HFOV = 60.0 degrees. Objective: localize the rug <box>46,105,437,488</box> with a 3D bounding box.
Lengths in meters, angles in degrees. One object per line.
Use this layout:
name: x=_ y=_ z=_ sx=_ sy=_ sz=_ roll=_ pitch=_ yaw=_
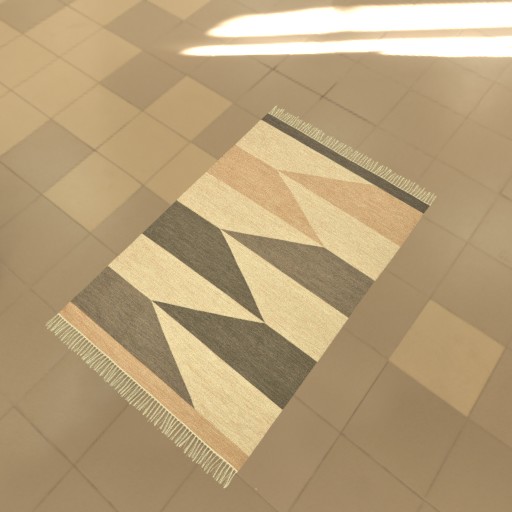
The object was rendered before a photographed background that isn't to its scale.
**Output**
rug: x=0.000 y=0.000 z=2.496 sx=1.224 sy=0.027 sz=2.021 roll=35 pitch=68 yaw=17
